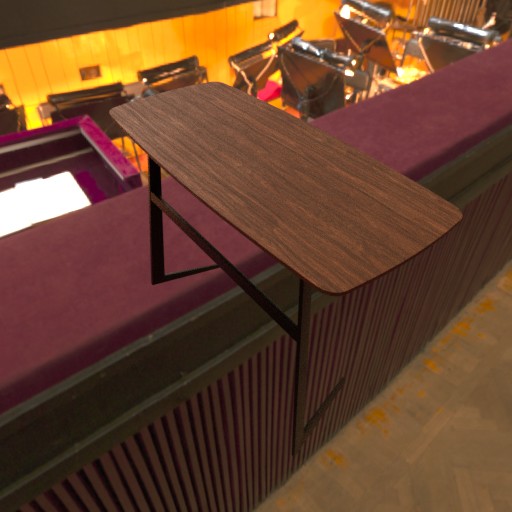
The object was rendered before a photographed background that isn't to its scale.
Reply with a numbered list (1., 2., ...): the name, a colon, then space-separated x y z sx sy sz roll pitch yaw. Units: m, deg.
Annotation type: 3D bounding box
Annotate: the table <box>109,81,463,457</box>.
1. table: 0.000 0.000 1.113 0.361 0.576 0.804 -27 48 -27
